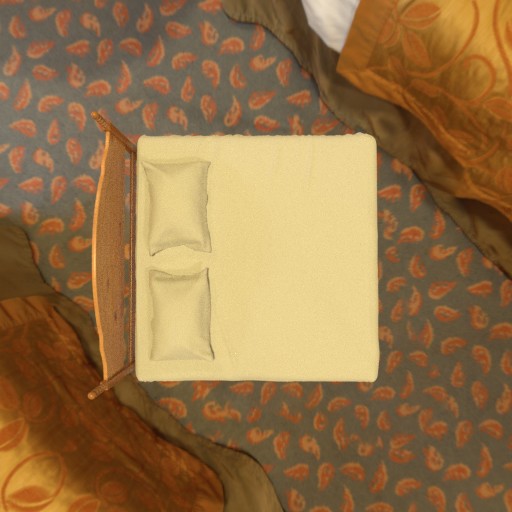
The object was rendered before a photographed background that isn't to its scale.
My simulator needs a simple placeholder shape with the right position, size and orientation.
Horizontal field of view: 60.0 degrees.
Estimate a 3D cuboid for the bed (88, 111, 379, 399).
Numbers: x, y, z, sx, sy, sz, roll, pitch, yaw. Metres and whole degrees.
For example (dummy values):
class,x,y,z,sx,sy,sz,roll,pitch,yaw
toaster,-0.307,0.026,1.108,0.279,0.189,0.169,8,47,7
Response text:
class,x,y,z,sx,sy,sz,roll,pitch,yaw
bed,0.000,0.000,3.574,2.219,1.355,2.322,0,88,1
